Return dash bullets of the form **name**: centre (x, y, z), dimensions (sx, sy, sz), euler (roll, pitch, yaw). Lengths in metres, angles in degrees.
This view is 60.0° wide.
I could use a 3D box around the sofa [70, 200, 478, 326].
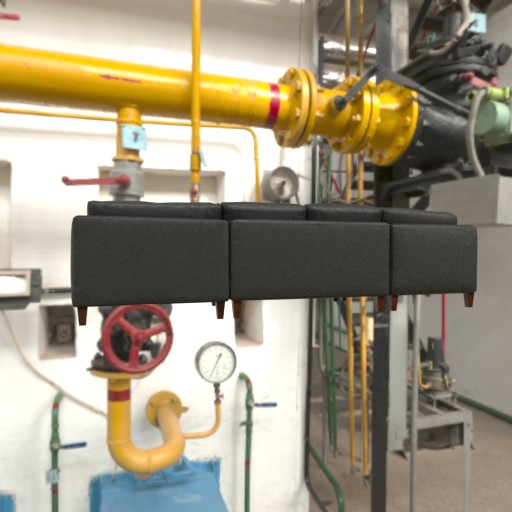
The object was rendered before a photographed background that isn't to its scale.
- **sofa**: centre (0.000, 0.000, 4.721), dimensions (3.460, 0.923, 2.593), euler (0, 1, -17)
